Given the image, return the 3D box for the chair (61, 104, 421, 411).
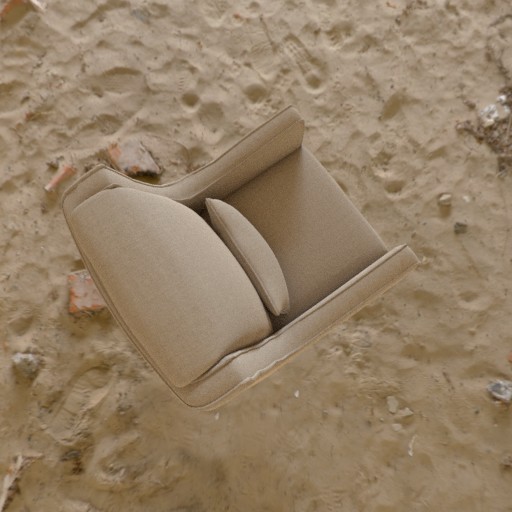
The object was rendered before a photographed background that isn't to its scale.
[{"bbox_3d":[0.000,0.000,1.587,0.879,0.993,0.732,-34,78,-8],"label":"chair"}]
